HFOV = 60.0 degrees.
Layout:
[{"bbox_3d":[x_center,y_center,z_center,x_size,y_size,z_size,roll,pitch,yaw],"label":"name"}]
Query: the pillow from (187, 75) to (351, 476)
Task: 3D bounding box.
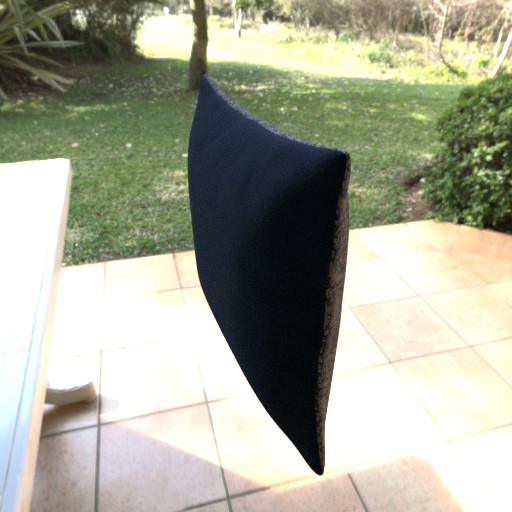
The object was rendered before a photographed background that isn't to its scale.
[{"bbox_3d":[0.000,0.000,0.758,0.166,0.510,0.523,-11,32,-18],"label":"pillow"}]
